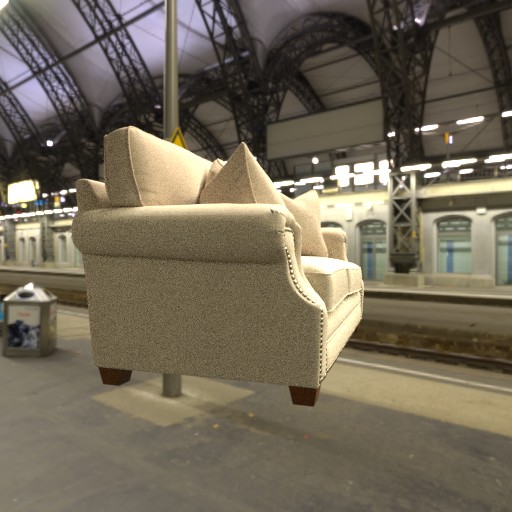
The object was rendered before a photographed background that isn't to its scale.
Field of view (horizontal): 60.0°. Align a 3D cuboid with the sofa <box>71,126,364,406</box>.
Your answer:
[{"bbox_3d":[0.000,0.000,2.273,0.966,0.966,1.701,0,0,18],"label":"sofa"}]
